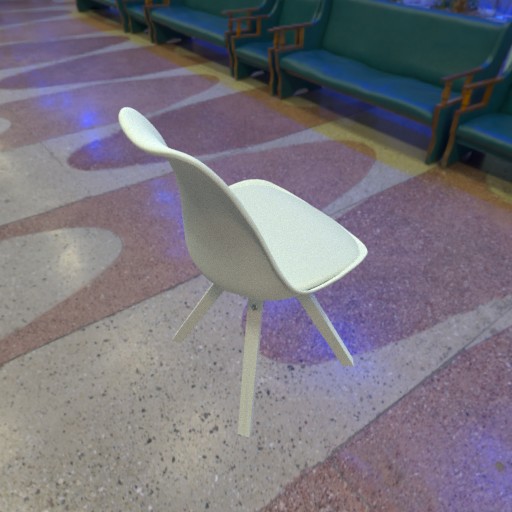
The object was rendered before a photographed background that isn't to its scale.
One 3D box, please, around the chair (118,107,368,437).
[{"bbox_3d":[0.000,0.000,1.191,0.550,0.850,0.485,-25,46,-26],"label":"chair"}]
